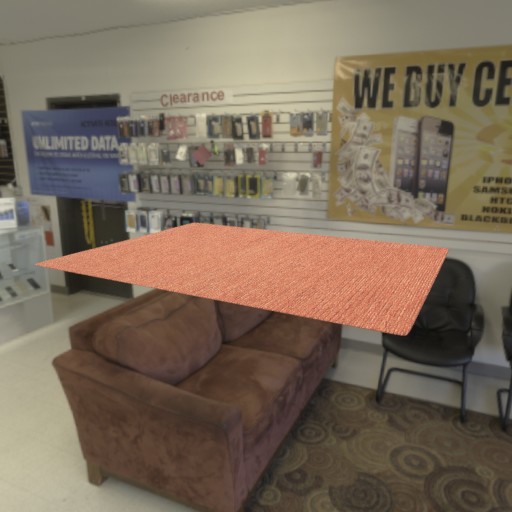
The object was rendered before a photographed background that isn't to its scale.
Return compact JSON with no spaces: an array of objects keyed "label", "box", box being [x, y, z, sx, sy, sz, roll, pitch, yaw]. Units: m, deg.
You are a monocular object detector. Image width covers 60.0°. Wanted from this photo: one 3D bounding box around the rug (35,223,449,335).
[{"label":"rug","box":[0.000,0.000,2.790,2.112,0.009,1.594,8,16,27]}]
